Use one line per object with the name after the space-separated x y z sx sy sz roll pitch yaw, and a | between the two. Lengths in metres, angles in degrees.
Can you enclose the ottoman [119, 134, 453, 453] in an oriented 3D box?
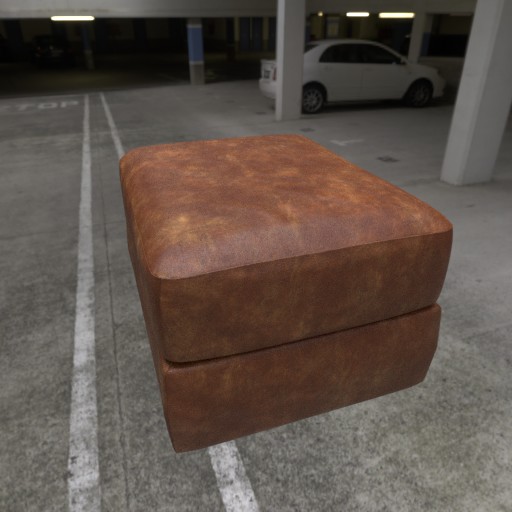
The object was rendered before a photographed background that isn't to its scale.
0.000 0.000 1.139 0.603 0.476 0.751 -10 30 -17 | ottoman
